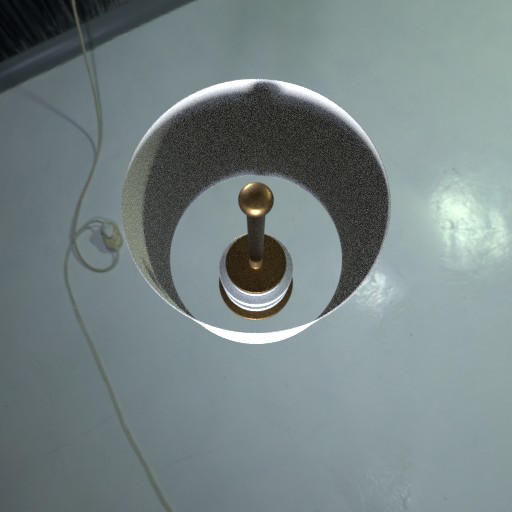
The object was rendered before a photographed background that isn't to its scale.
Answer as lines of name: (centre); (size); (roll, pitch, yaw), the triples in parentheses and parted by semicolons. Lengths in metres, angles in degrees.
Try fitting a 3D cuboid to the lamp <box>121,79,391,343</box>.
lamp: (0.000, 0.000, 0.540); (0.210, 0.410, 0.210); (-35, 79, -8)
